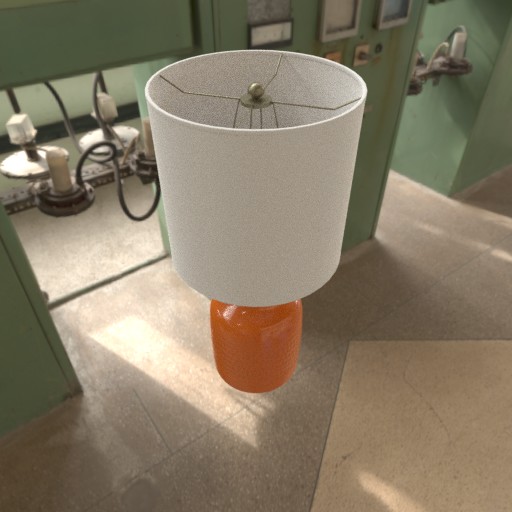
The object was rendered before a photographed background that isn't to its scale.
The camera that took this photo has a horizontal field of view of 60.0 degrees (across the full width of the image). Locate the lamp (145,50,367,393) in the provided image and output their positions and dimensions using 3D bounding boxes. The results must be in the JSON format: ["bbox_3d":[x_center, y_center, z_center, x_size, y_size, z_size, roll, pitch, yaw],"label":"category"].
[{"bbox_3d":[0.000,0.000,1.129,0.418,0.871,0.418,-25,46,-26],"label":"lamp"}]
